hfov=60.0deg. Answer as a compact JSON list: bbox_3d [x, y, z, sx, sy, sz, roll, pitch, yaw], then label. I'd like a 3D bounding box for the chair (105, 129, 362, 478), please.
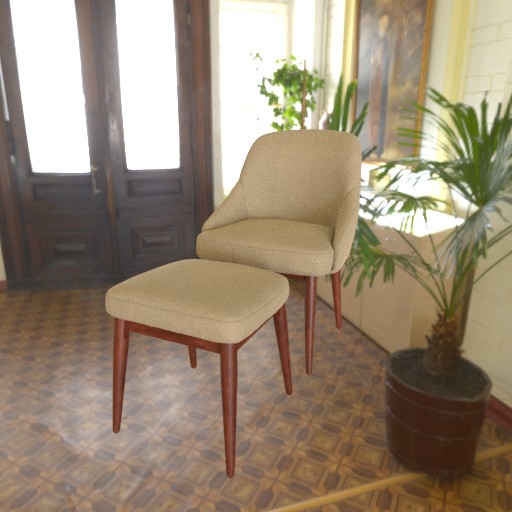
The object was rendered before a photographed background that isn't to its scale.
[{"bbox_3d":[0.000,0.000,1.593,0.584,0.866,1.114,8,18,25],"label":"chair"}]
